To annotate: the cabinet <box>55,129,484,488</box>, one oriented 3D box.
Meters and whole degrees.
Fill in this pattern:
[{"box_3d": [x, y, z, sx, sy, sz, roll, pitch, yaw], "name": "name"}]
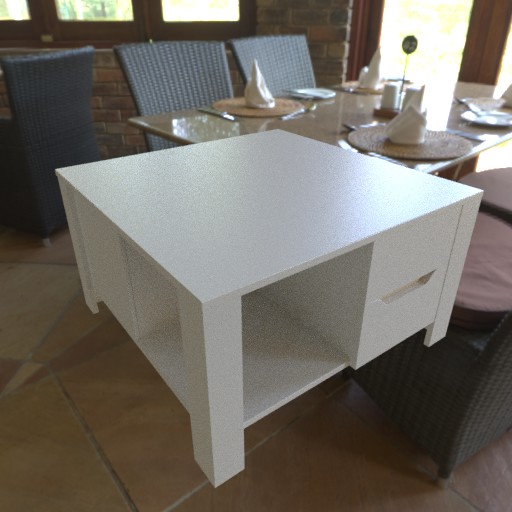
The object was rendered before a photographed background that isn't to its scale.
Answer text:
[{"box_3d": [0.000, 0.000, 1.271, 0.800, 0.460, 0.800, -20, 35, -31], "name": "cabinet"}]
